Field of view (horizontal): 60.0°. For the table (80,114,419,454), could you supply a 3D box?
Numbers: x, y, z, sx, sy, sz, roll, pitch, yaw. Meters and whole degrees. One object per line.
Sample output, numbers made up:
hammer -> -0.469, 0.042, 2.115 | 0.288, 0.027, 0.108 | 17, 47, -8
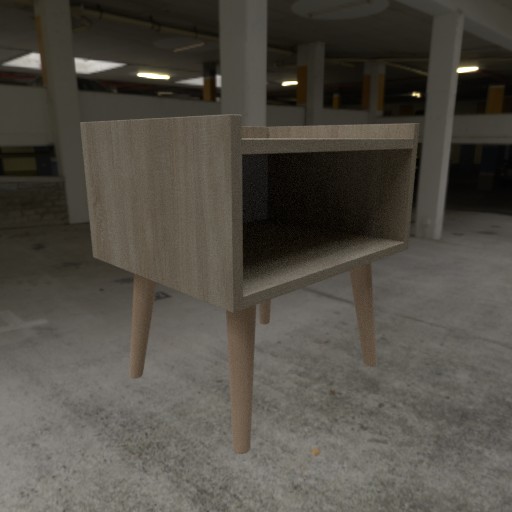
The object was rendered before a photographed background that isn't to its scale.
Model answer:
table -> 0.000, 0.000, 0.818 | 0.370, 0.470, 0.450 | 14, 21, 43
